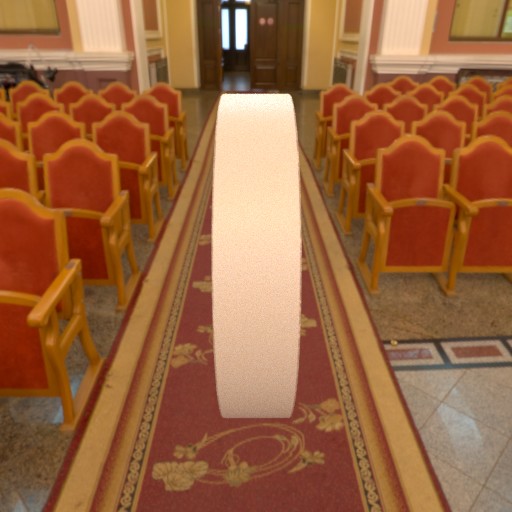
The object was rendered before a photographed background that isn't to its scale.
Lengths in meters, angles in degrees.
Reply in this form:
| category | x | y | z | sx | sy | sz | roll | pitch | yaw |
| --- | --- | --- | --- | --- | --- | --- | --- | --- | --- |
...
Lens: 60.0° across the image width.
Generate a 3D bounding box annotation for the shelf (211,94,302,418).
| category | x | y | z | sx | sy | sz | roll | pitch | yaw |
| --- | --- | --- | --- | --- | --- | --- | --- | --- | --- |
| shelf | 0.000 | 0.000 | 1.175 | 0.158 | 0.807 | 0.806 | 0 | 27 | 0 |
